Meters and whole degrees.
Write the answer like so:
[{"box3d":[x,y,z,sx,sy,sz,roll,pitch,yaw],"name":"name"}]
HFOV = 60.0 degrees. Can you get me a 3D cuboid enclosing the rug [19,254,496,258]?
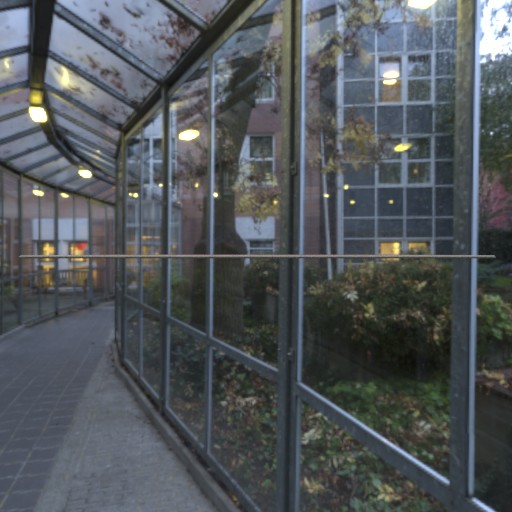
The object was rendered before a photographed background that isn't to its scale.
[{"box3d":[0.000,0.000,2.874,2.294,0.014,1.528,0,0,0],"name":"rug"}]
